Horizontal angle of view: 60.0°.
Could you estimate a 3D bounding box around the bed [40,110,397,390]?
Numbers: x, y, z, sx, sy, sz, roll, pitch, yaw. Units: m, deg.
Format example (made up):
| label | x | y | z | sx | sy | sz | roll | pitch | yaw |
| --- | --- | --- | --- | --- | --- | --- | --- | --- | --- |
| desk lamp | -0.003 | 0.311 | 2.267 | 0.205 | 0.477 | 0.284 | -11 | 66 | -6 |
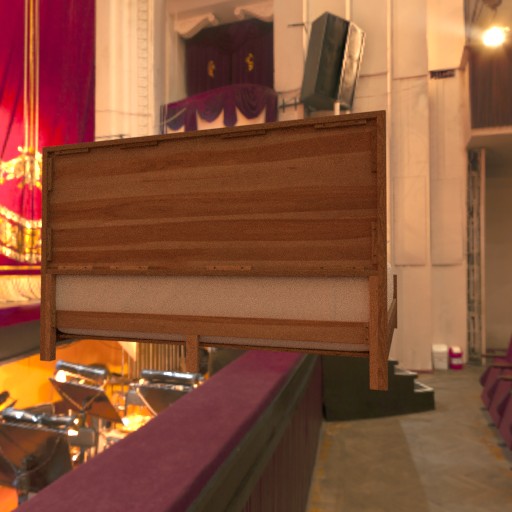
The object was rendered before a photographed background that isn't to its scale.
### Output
| label | x | y | z | sx | sy | sz | roll | pitch | yaw |
| --- | --- | --- | --- | --- | --- | --- | --- | --- | --- |
| bed | 0.000 | 0.000 | 3.397 | 2.013 | 1.295 | 2.184 | 0 | -1 | 19 |
